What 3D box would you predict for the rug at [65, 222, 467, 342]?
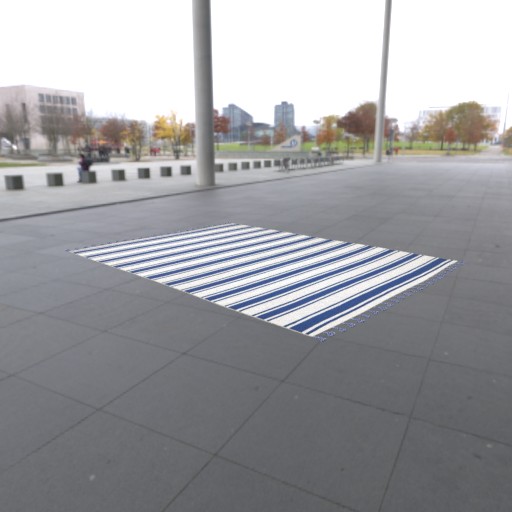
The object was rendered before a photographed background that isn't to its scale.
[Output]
[{"bbox_3d":[0.000,0.000,4.551,3.416,0.016,2.471,13,19,42],"label":"rug"}]
